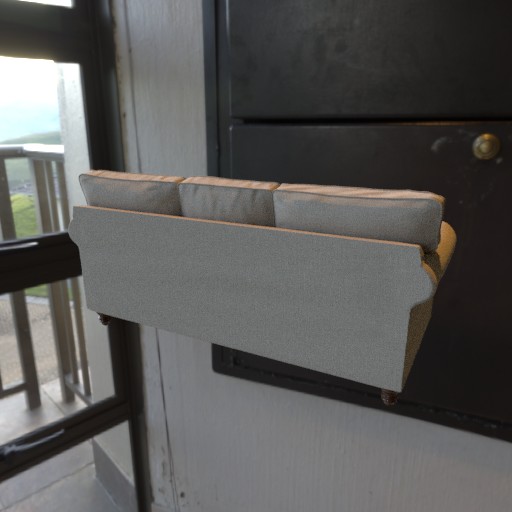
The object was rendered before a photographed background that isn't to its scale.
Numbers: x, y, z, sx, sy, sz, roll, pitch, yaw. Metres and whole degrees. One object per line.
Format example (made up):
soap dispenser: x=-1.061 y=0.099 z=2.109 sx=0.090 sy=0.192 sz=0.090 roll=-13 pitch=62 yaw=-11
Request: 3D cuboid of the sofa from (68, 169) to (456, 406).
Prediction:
sofa: x=0.000 y=0.000 z=2.594 sx=2.084 sy=0.961 sz=0.916 roll=9 pitch=19 yaw=27
